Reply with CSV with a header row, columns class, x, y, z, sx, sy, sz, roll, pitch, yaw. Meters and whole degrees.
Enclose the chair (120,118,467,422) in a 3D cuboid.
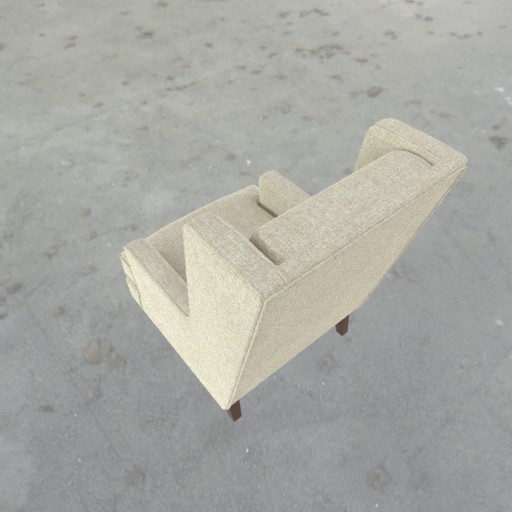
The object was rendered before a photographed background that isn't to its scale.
class,x,y,z,sx,sy,sz,roll,pitch,yaw
chair,0.000,0.000,1.691,0.764,1.082,0.948,-31,55,-25
